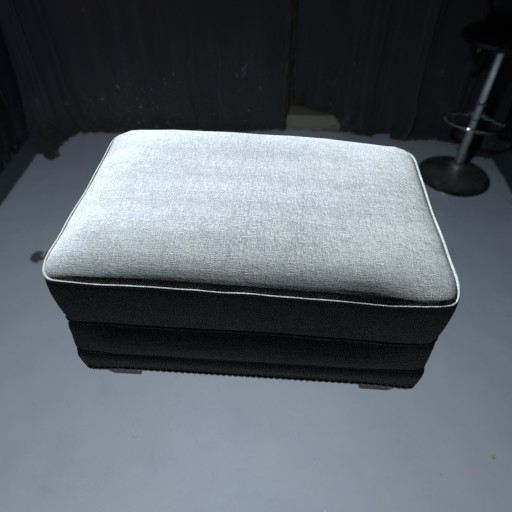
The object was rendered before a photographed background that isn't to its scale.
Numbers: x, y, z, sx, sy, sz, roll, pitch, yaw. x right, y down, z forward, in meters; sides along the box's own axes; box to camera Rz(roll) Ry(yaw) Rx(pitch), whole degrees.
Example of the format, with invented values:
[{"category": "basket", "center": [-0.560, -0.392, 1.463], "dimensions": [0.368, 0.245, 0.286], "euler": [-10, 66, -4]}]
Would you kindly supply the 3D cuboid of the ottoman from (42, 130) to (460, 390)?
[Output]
[{"category": "ottoman", "center": [0.000, 0.000, 1.124], "dimensions": [0.813, 0.457, 0.561], "euler": [3, 46, 3]}]
